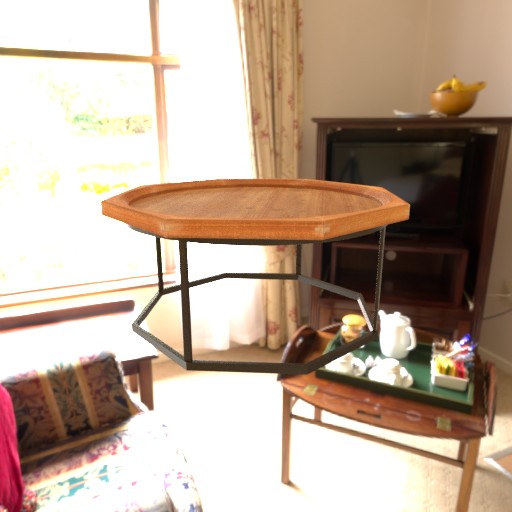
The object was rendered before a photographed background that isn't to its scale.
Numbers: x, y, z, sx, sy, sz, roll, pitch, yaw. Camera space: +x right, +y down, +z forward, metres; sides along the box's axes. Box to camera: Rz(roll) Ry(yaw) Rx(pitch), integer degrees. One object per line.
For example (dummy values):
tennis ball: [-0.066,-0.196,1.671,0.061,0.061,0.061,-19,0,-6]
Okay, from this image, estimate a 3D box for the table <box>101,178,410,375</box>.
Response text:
table: [0.000,0.000,1.566,1.002,0.444,1.002,0,16,0]
